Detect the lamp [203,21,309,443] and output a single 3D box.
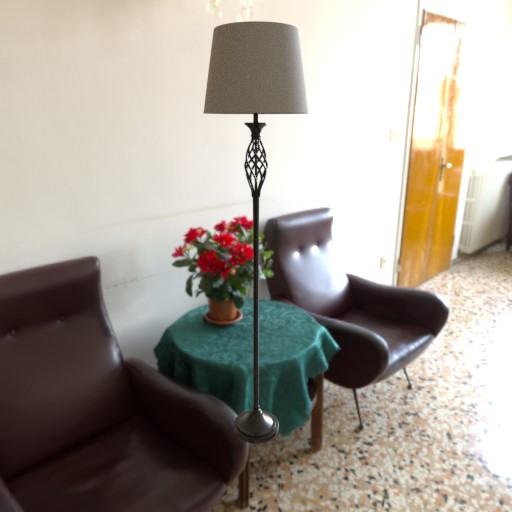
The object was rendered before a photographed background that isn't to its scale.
[{"bbox_3d":[0.000,0.000,1.761,0.379,1.623,0.379,0,17,0],"label":"lamp"}]
